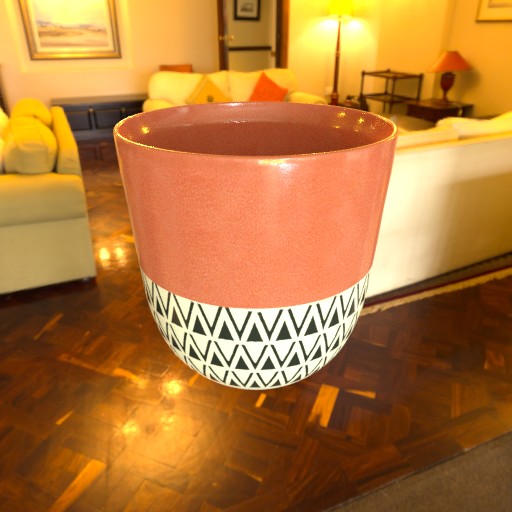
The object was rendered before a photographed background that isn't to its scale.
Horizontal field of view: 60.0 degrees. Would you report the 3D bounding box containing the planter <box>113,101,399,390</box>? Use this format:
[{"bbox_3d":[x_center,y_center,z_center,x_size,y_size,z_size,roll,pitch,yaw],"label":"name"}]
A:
[{"bbox_3d":[0.000,0.000,0.363,0.195,0.214,0.195,0,27,0],"label":"planter"}]
